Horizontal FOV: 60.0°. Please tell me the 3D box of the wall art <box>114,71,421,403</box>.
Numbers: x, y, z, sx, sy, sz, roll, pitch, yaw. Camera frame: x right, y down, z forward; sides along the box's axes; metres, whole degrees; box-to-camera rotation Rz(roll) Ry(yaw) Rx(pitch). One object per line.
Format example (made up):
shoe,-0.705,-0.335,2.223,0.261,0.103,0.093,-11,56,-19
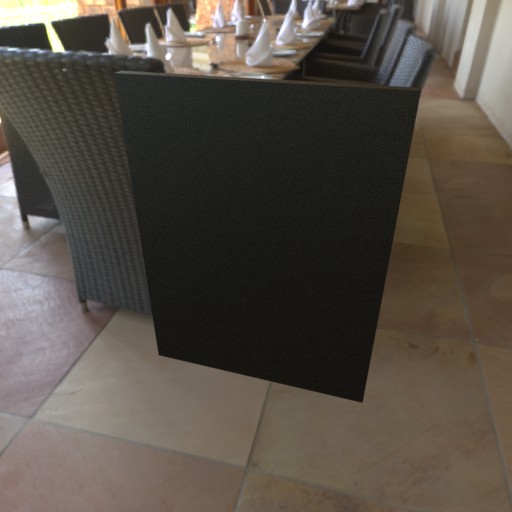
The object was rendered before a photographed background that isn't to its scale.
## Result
wall art,0.000,0.000,1.415,0.806,1.062,0.038,9,33,14
